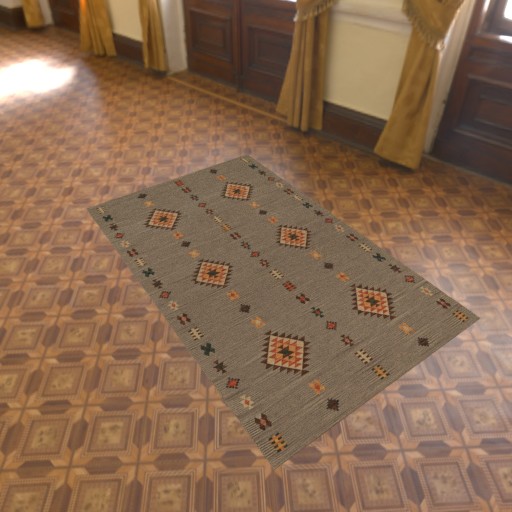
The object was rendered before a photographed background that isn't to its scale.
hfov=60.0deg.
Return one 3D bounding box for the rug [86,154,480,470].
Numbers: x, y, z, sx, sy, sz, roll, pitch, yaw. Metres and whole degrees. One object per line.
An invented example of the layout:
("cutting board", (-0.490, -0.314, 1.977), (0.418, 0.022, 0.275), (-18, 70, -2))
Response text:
("rug", (0.000, 0.000, 3.022), (1.515, 0.007, 2.427), (-25, 47, -26))
